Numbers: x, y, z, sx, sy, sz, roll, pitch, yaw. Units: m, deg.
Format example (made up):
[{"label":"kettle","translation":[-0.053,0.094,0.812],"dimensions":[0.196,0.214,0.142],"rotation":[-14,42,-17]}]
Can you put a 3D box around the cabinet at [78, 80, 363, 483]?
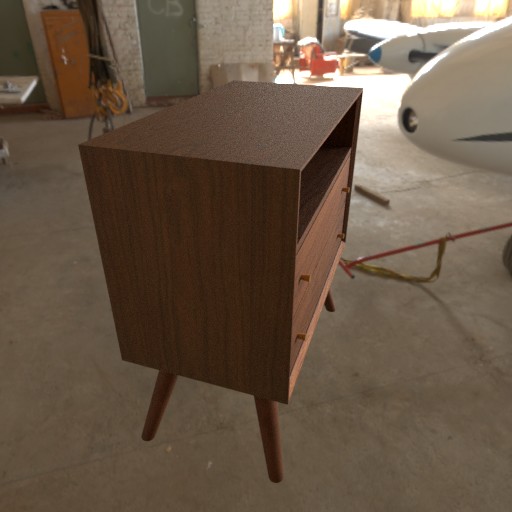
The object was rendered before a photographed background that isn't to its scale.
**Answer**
[{"label":"cabinet","translation":[0.000,0.000,1.166],"dimensions":[0.388,0.748,0.712],"rotation":[10,32,16]}]
